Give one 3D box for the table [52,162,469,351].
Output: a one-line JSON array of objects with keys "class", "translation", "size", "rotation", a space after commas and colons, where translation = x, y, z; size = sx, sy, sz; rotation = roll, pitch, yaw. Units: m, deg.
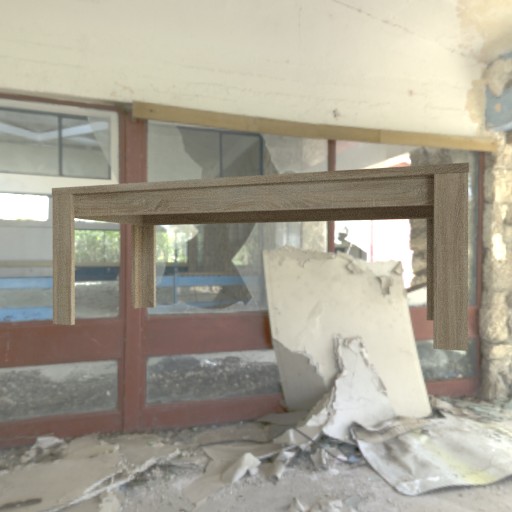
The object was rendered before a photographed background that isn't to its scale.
[{"class": "table", "translation": [0.000, 0.000, 2.641], "size": [2.200, 0.790, 0.900], "rotation": [0, 0, 19]}]
